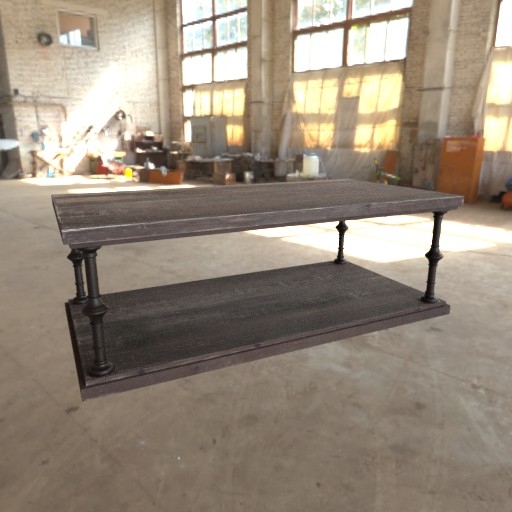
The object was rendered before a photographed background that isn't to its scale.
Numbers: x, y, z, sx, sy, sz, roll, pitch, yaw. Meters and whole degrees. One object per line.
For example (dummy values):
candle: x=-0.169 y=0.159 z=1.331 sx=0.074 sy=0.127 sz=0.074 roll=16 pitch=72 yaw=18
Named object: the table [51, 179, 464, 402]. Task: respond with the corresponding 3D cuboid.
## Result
table: x=0.000 y=0.000 z=1.360 sx=1.088 sy=0.373 sz=0.554 roll=-7 pitch=17 yaw=-25
